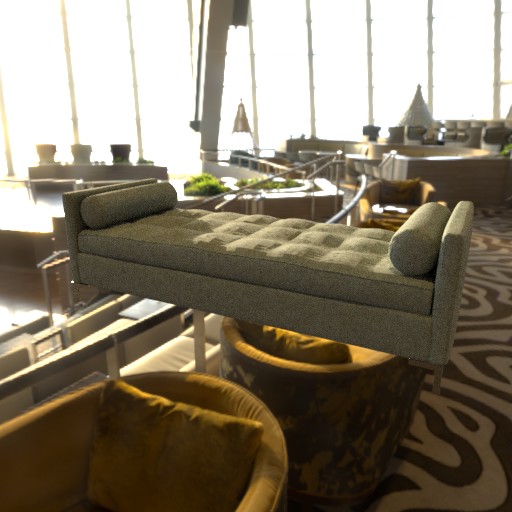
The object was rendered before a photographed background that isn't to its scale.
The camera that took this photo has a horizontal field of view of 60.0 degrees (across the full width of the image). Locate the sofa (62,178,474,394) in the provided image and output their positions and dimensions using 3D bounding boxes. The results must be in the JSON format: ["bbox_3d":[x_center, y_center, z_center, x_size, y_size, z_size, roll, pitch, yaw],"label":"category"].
[{"bbox_3d":[0.000,0.000,2.455,2.102,0.657,0.797,9,19,26],"label":"sofa"}]
